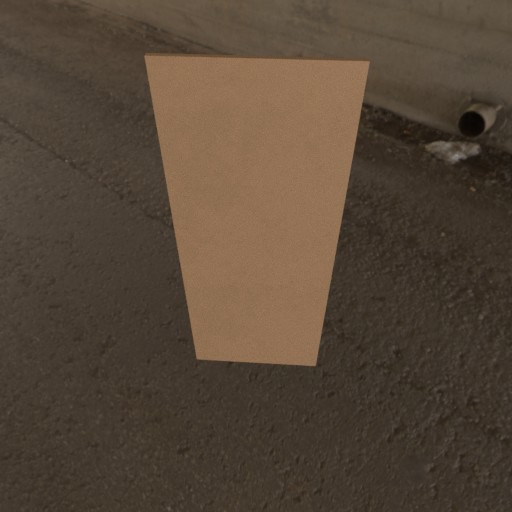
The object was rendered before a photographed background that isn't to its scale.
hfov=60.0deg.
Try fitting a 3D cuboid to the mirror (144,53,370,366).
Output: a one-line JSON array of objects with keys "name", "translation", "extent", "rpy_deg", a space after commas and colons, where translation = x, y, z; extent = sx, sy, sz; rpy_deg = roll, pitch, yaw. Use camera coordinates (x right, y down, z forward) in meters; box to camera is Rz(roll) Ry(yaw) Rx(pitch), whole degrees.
[{"name": "mirror", "translation": [0.000, 0.000, 2.320], "extent": [0.812, 2.031, 0.026], "rpy_deg": [3, 45, 3]}]
